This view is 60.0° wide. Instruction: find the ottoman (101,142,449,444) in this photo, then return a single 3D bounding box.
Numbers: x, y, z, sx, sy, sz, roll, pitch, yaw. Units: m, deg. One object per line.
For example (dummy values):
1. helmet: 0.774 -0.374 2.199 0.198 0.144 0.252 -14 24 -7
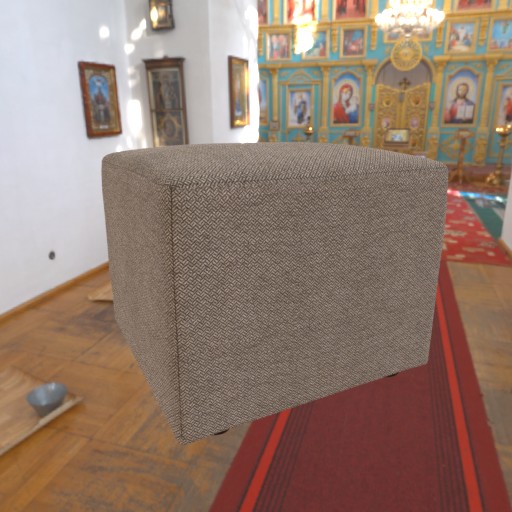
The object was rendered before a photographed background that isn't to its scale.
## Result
1. ottoman: 0.000 0.000 0.917 0.519 0.453 0.512 -9 19 -26
